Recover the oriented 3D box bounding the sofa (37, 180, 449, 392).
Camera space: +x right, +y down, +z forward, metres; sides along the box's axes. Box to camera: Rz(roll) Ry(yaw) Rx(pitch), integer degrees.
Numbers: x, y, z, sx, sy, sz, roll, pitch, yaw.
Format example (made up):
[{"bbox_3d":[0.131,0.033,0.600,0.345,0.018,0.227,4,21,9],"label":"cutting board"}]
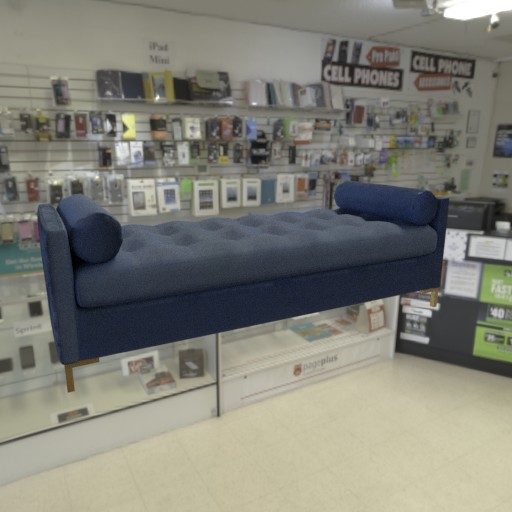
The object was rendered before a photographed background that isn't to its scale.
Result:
[{"bbox_3d":[0.000,0.000,2.431,2.102,0.705,0.796,-7,16,-26],"label":"sofa"}]
